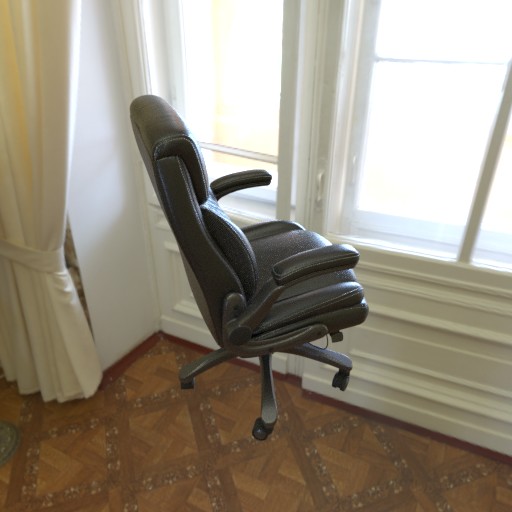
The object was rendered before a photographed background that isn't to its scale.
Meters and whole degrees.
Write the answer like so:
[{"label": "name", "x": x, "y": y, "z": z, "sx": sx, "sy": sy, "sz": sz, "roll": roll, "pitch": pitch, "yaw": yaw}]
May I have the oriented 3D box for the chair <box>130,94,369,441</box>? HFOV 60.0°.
[{"label": "chair", "x": 0.000, "y": 0.000, "z": 1.622, "sx": 0.724, "sy": 1.110, "sz": 0.782, "roll": -10, "pitch": 32, "yaw": -17}]
